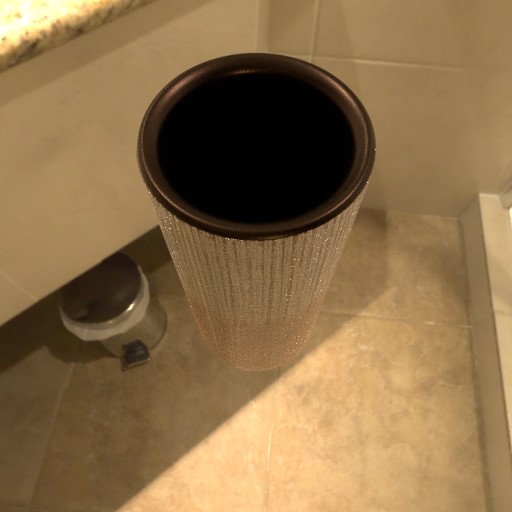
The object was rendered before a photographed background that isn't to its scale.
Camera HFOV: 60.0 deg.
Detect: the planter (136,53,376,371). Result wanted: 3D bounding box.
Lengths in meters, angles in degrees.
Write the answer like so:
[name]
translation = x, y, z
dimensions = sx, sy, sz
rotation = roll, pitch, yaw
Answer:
[planter]
translation = 0.000, 0.000, 0.284
dimensions = 0.100, 0.227, 0.100
rotation = -28, 67, -13
